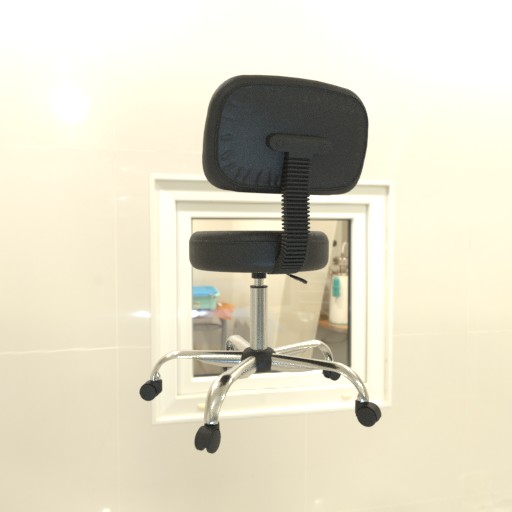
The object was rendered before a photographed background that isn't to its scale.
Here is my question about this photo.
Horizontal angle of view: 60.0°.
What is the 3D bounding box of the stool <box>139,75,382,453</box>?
[{"bbox_3d":[0.000,0.000,1.329,0.673,0.862,0.648,-1,2,-19],"label":"stool"}]
